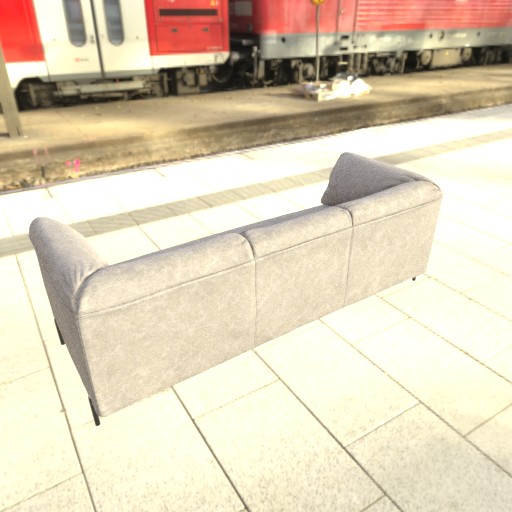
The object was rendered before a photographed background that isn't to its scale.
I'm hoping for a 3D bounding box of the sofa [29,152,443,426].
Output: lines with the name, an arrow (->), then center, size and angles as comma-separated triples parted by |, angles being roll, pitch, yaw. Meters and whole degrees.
sofa -> 0.000, 0.000, 2.617 | 2.238, 0.758, 0.899 | -18, 34, -29
